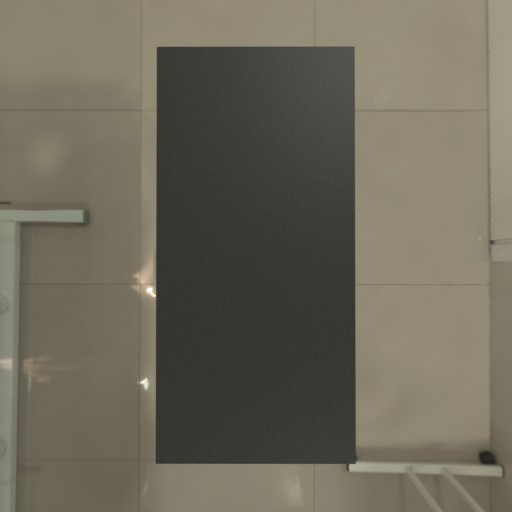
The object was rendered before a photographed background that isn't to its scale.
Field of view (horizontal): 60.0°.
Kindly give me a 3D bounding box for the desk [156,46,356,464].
[{"bbox_3d":[0.000,0.000,1.512,0.504,0.780,1.057,0,89,0],"label":"desk"}]
